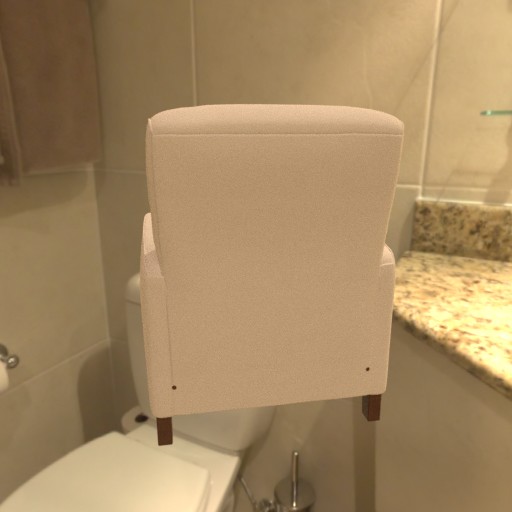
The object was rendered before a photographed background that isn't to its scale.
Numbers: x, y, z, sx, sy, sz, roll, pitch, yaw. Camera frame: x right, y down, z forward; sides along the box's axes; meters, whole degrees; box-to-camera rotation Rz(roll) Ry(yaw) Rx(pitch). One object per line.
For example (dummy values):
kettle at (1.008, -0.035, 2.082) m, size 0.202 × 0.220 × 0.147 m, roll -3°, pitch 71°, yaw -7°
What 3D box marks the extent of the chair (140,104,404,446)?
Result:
chair at (0.000, 0.000, 1.649) m, size 0.841 × 1.028 × 0.858 m, roll -3°, pitch 16°, yaw -10°
